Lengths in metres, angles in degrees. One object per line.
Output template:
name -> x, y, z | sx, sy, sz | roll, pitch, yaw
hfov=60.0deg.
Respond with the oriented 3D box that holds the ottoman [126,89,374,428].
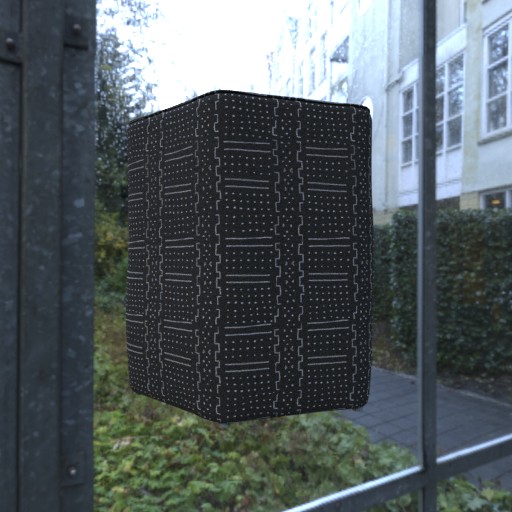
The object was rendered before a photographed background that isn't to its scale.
ottoman -> 0.000, 0.000, 0.877 | 0.494, 0.502, 0.443 | 0, 0, -18
